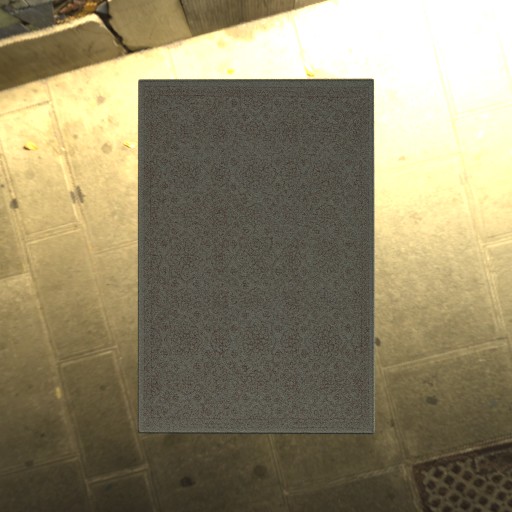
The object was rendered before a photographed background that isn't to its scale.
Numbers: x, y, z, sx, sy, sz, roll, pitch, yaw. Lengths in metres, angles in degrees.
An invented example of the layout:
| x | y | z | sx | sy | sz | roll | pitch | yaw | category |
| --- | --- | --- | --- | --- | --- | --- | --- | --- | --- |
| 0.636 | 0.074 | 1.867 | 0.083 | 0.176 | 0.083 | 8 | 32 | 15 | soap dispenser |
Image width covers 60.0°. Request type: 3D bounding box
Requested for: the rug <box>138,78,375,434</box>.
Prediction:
| x | y | z | sx | sy | sz | roll | pitch | yaw | category |
| --- | --- | --- | --- | --- | --- | --- | --- | --- | --- |
| 0.000 | 0.000 | 2.283 | 1.219 | 0.010 | 1.829 | 0 | 90 | 0 | rug |
